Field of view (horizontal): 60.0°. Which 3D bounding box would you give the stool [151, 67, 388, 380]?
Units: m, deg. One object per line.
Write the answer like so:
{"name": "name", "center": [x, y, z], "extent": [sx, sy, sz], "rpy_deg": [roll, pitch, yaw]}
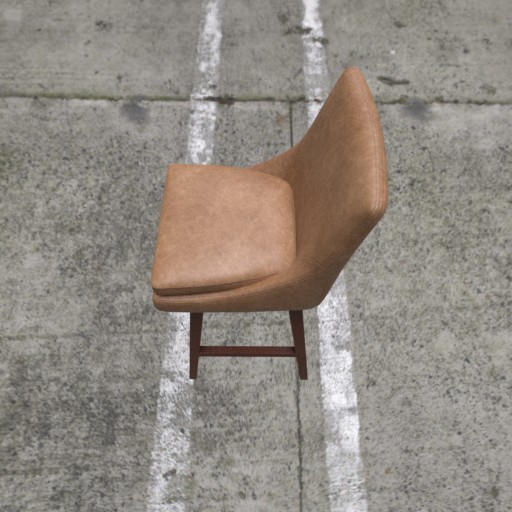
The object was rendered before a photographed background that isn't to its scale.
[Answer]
{"name": "stool", "center": [0.000, 0.000, 1.435], "extent": [0.572, 1.079, 0.487], "rpy_deg": [0, 58, 0]}
